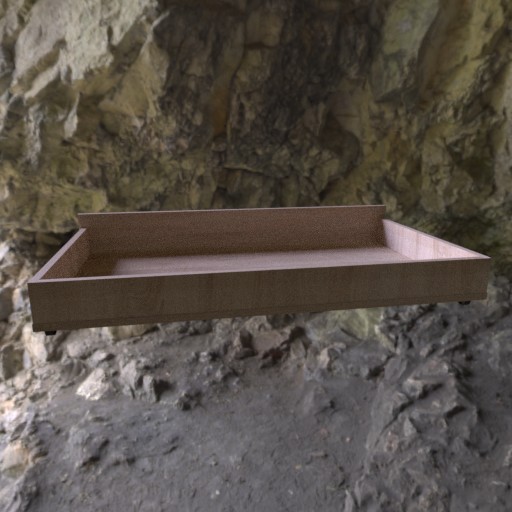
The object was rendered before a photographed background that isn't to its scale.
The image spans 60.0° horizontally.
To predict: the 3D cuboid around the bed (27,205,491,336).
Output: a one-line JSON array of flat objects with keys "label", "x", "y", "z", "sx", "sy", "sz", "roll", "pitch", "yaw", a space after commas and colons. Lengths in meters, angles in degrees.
[{"label": "bed", "x": 0.000, "y": 0.000, "z": 1.444, "sx": 1.200, "sy": 0.209, "sz": 0.685, "roll": -3, "pitch": 15, "yaw": -10}]
